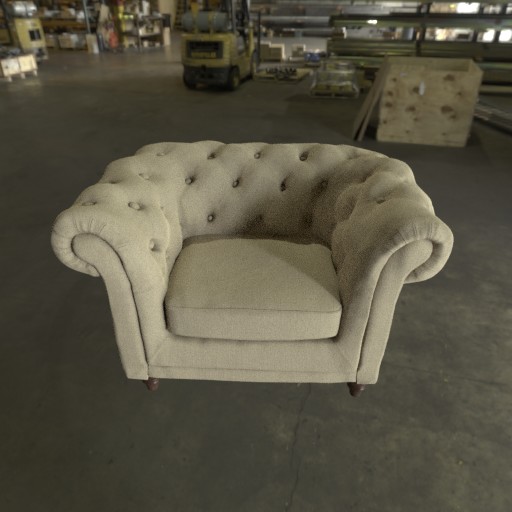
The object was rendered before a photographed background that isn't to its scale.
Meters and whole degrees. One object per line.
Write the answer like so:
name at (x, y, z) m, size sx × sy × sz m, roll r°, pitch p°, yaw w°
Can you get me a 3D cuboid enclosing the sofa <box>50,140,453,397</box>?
sofa at (0.000, 0.000, 2.050) m, size 1.405 × 0.878 × 1.034 m, roll 1°, pitch 31°, yaw 2°
